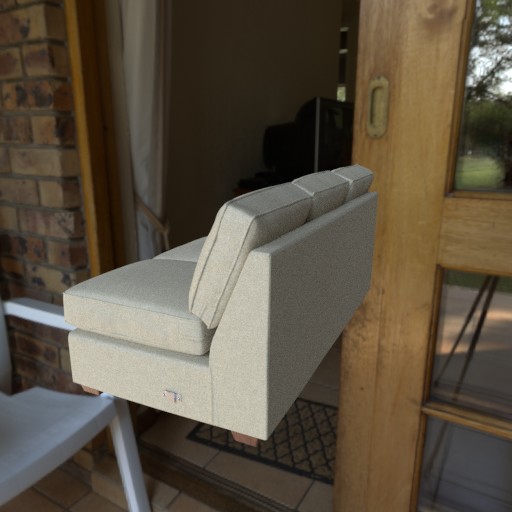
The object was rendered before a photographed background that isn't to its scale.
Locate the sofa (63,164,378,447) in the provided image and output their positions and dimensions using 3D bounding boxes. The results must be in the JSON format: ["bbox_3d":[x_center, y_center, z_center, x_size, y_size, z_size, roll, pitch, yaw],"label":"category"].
[{"bbox_3d":[0.000,0.000,2.582,1.027,0.973,1.962,7,16,24],"label":"sofa"}]
